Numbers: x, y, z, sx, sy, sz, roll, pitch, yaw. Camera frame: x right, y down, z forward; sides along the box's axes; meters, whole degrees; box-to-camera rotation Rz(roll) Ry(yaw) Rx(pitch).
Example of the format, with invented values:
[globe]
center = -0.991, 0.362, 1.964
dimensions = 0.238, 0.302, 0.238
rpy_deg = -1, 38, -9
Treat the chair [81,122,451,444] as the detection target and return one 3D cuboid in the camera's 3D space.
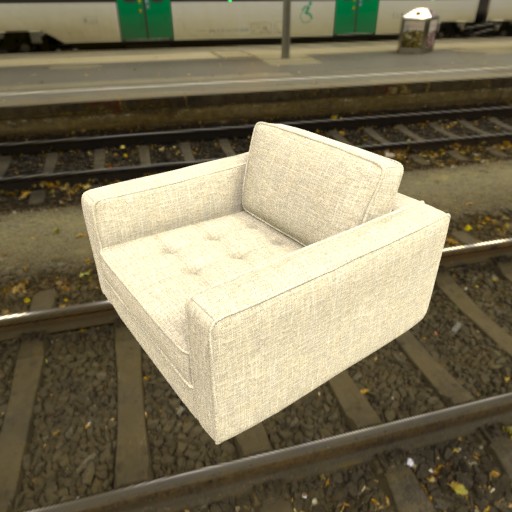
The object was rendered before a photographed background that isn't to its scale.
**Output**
[chair]
center = 0.000, 0.000, 1.564
dimensions = 0.914, 0.765, 0.889
rpy_deg = -21, 37, -30
